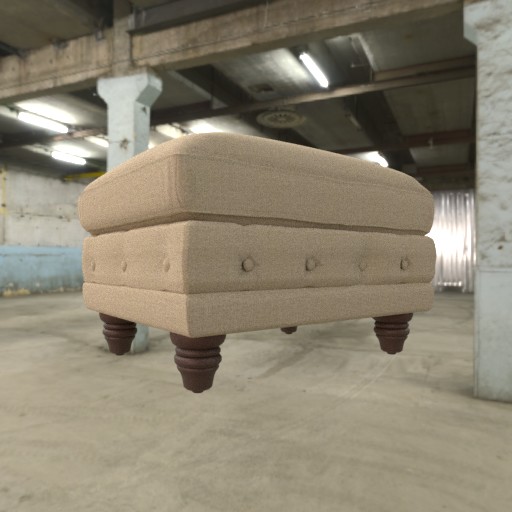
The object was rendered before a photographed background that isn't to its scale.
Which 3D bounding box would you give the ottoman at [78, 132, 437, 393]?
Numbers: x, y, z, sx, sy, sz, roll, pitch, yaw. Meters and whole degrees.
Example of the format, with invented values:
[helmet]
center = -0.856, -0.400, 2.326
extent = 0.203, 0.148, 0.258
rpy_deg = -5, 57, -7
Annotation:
[ottoman]
center = 0.000, 0.000, 1.045
extent = 0.684, 0.463, 0.541
rpy_deg = 1, -1, -37
